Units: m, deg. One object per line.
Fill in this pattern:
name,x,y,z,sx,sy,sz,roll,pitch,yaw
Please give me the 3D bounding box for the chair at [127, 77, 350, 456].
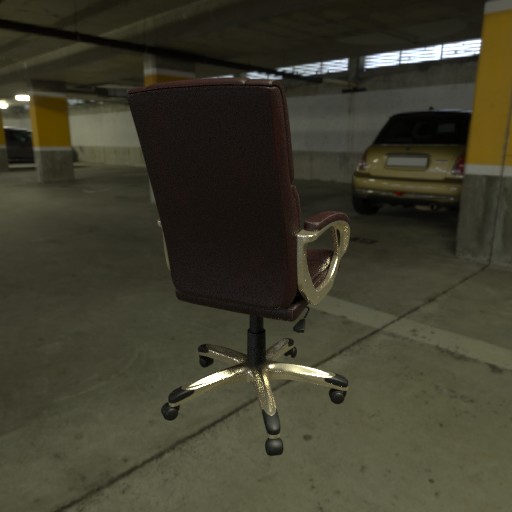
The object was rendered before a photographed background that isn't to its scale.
chair,0.000,0.000,1.580,0.662,1.107,0.739,7,16,26
